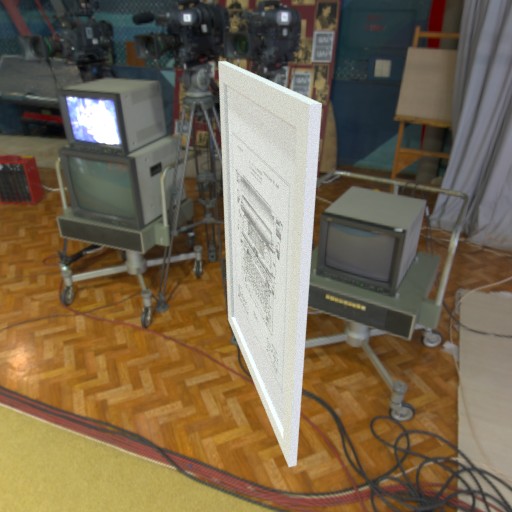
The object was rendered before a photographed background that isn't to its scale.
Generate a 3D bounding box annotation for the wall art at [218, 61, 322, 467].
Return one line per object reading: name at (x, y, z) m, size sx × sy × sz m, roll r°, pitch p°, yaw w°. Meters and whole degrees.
wall art at (0.000, 0.000, 0.705) m, size 0.013 × 0.533 × 0.381 m, roll -9°, pitch 31°, yaw -15°
